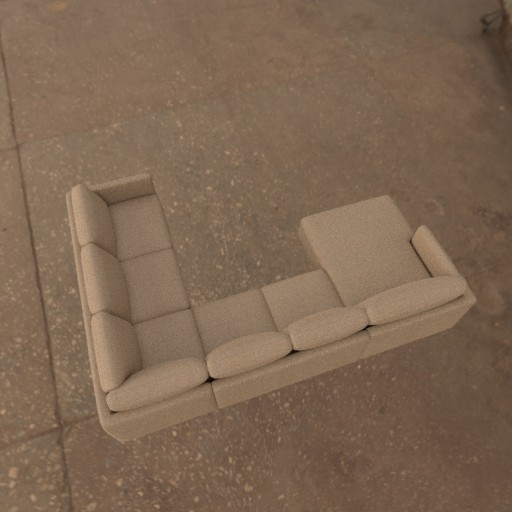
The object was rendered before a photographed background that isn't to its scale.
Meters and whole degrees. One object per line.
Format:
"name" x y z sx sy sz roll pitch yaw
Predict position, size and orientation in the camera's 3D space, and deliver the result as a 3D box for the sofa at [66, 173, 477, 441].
"sofa" 0.000 0.000 4.528 3.403 0.889 2.551 -16 59 -10
